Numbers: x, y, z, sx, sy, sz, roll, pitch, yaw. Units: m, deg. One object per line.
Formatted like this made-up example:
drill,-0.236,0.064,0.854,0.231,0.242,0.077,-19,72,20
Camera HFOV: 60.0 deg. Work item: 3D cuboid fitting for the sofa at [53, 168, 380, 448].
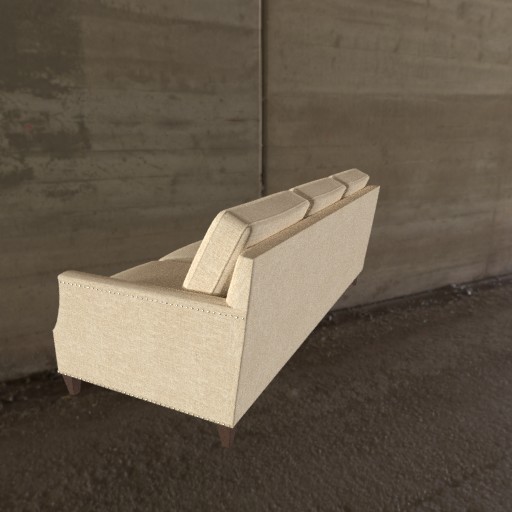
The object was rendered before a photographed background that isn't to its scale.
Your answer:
sofa,0.000,0.000,2.733,1.041,0.940,2.210,8,18,25
